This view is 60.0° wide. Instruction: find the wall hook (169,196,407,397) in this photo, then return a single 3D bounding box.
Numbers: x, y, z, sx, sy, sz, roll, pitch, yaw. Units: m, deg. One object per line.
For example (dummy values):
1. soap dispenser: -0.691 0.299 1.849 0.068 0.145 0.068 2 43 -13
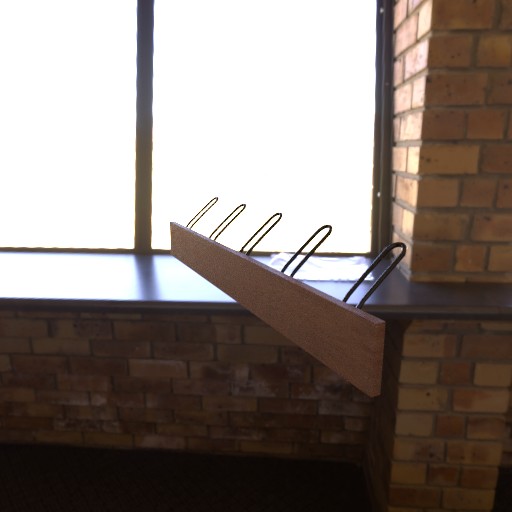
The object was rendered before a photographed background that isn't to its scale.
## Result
1. wall hook: 0.000 0.000 0.604 0.076 0.116 0.554 -7 15 -27
